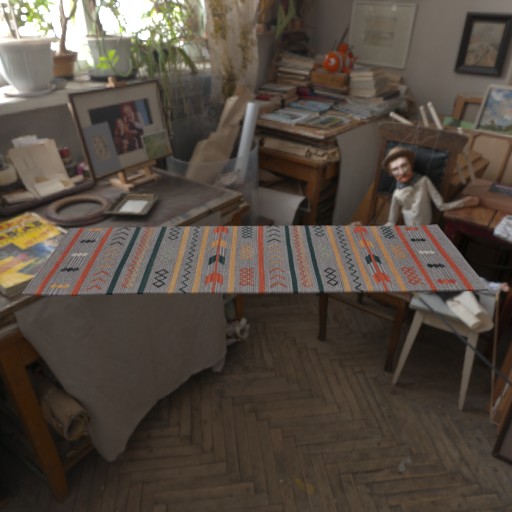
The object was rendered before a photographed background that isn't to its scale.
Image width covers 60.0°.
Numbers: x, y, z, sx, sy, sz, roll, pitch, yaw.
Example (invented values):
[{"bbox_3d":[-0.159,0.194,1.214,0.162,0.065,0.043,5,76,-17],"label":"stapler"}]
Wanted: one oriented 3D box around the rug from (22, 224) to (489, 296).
[{"bbox_3d":[0.000,0.000,2.599,2.419,0.022,0.744,0,31,-1],"label":"rug"}]
